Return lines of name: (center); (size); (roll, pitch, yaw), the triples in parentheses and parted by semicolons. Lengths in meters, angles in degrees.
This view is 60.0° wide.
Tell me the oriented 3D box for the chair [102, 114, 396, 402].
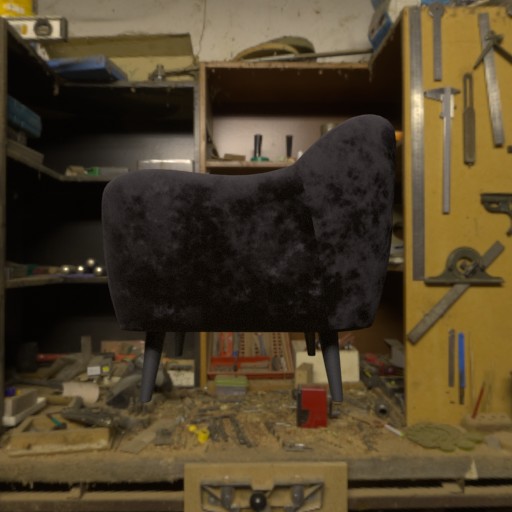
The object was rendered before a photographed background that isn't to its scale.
chair: (0.000, 0.000, 1.513); (0.819, 0.807, 0.840); (0, 0, 0)
